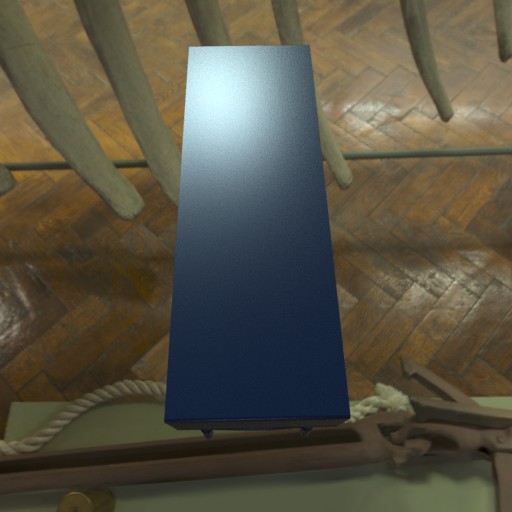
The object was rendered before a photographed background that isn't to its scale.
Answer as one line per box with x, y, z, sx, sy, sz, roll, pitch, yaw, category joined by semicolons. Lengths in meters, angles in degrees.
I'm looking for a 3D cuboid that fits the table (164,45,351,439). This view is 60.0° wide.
0.000;0.000;1.483;0.399;0.749;1.118;-1;64;-1;table
